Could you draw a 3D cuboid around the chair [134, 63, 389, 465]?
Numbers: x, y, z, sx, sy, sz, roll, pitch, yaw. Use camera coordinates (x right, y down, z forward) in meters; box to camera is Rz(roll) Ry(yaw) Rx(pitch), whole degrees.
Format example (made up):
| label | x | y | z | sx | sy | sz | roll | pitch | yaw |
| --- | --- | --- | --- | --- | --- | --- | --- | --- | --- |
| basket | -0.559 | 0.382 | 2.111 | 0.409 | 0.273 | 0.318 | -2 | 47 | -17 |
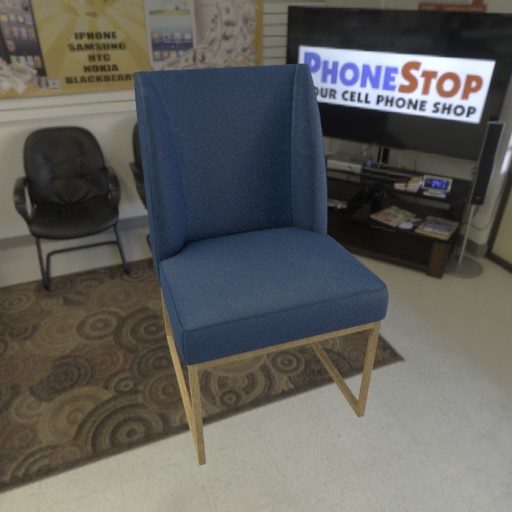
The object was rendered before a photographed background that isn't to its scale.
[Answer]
| label | x | y | z | sx | sy | sz | roll | pitch | yaw |
| --- | --- | --- | --- | --- | --- | --- | --- | --- | --- |
| chair | 0.000 | 0.000 | 1.167 | 0.508 | 0.863 | 0.522 | -10 | 32 | -16 |
